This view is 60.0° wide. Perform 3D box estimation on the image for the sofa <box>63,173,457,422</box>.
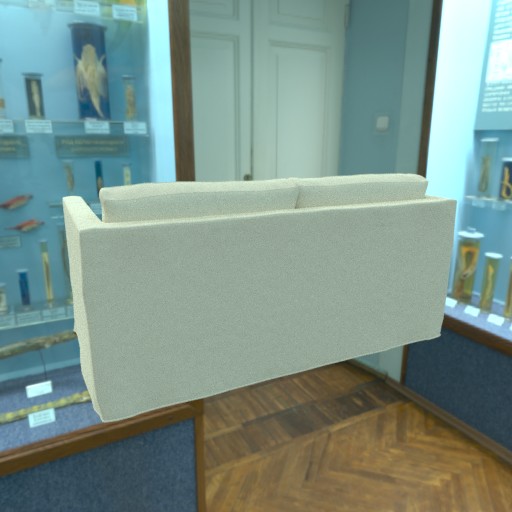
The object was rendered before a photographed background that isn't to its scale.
[{"bbox_3d":[0.000,0.000,2.248,1.746,0.834,0.962,-7,16,-25],"label":"sofa"}]
